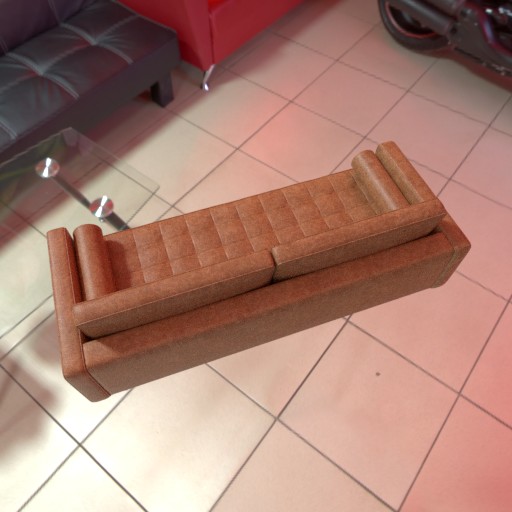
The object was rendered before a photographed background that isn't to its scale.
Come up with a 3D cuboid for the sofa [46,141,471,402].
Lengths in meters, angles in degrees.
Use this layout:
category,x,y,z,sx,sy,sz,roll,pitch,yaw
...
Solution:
category,x,y,z,sx,sy,sz,roll,pitch,yaw
sofa,0.000,0.000,2.597,2.200,0.770,0.919,-17,59,-10
